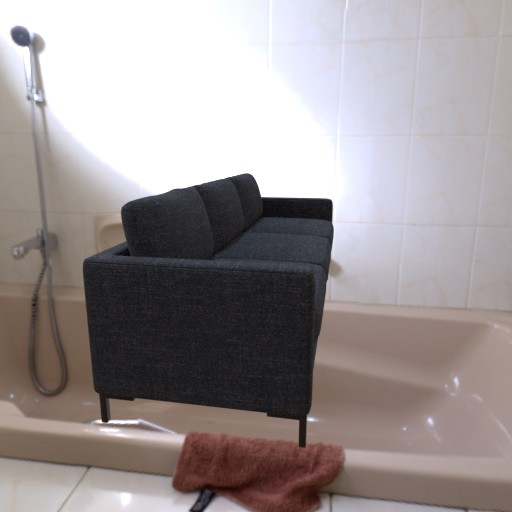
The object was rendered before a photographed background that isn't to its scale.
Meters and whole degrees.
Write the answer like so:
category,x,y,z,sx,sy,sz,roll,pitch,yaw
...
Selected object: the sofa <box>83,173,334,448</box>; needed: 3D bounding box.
category,x,y,z,sx,sy,sz,roll,pitch,yaw
sofa,0.000,0.000,2.610,0.859,0.874,2.218,3,14,11
